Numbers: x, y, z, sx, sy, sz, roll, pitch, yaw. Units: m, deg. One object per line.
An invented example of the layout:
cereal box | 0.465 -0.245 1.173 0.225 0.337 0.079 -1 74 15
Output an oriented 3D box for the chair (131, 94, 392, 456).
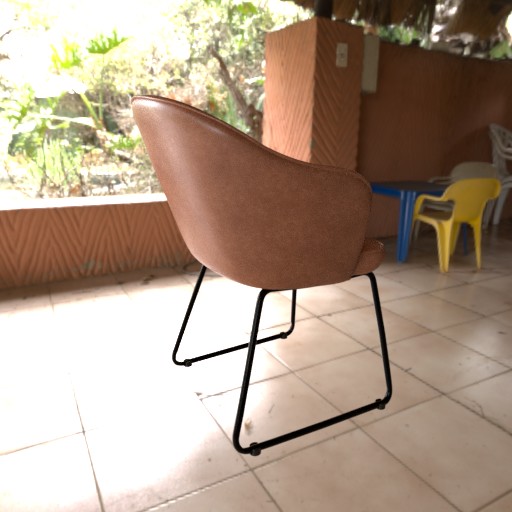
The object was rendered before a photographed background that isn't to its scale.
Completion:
chair | 0.000 0.000 1.177 0.580 0.785 0.582 -8 17 -28
